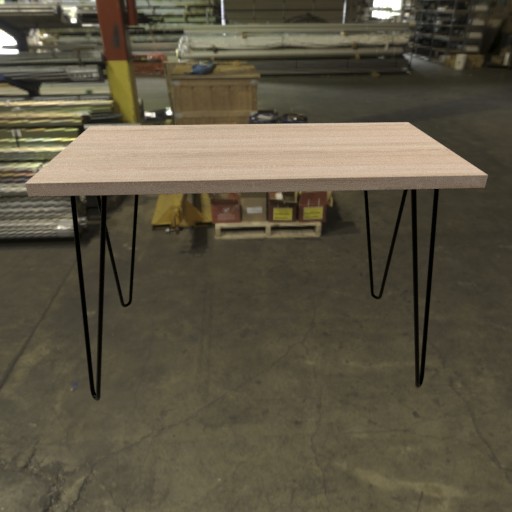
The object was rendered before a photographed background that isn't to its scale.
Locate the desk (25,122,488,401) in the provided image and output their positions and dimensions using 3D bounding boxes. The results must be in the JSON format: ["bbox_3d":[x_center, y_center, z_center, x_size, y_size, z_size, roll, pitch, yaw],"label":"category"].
[{"bbox_3d":[0.000,0.000,1.326,0.991,0.660,0.499,-1,30,-3],"label":"desk"}]
